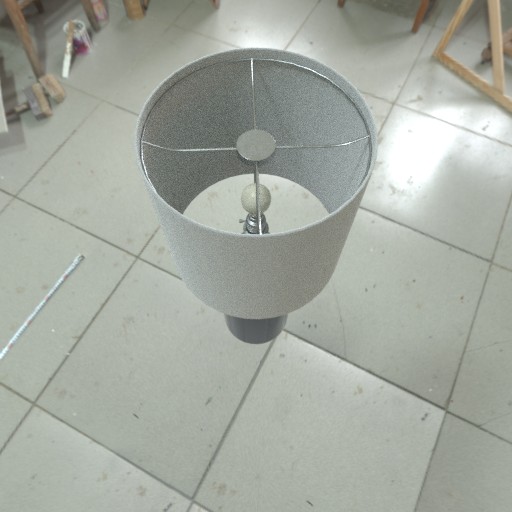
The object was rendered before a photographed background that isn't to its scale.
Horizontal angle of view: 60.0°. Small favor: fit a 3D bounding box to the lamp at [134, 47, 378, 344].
[{"bbox_3d":[0.000,0.000,0.607,0.212,0.493,0.212,-2,64,-1],"label":"lamp"}]
